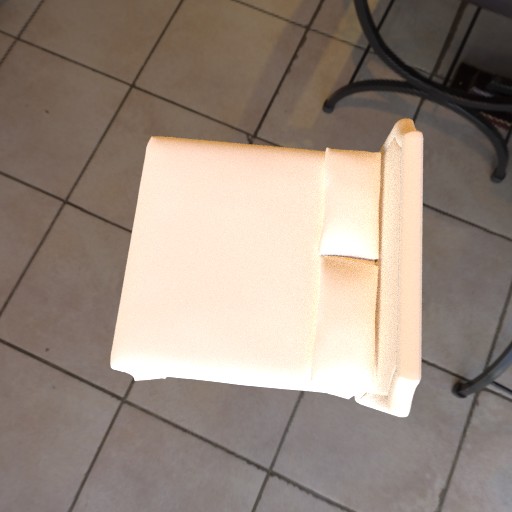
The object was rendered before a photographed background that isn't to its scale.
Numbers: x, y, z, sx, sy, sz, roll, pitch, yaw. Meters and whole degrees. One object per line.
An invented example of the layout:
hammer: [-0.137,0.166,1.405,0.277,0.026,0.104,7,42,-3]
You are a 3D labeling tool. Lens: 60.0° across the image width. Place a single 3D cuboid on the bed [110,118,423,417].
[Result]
bed: [0.000,0.000,3.540,2.204,1.301,2.160,5,76,1]
